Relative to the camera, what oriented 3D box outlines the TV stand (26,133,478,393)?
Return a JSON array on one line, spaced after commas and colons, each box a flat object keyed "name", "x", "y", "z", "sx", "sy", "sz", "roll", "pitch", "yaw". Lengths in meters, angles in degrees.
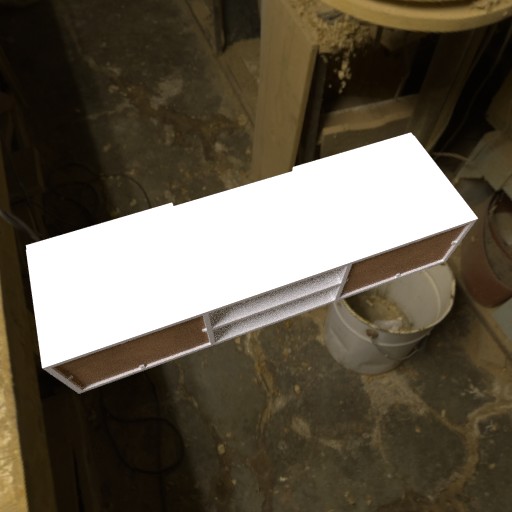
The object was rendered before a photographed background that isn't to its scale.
[{"name": "TV stand", "x": 0.000, "y": 0.000, "z": 1.562, "sx": 1.400, "sy": 0.310, "sz": 0.420, "roll": -18, "pitch": 61, "yaw": -10}]
